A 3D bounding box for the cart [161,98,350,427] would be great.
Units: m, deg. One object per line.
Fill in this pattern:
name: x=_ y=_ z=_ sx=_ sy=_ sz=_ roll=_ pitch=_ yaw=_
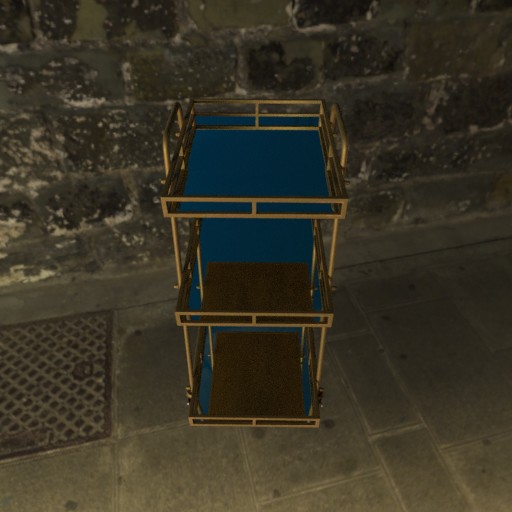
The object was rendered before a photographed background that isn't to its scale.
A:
cart: x=0.000 y=0.000 z=1.333 sx=0.441 sy=0.883 sz=0.711 roll=1 pitch=42 yaw=1
